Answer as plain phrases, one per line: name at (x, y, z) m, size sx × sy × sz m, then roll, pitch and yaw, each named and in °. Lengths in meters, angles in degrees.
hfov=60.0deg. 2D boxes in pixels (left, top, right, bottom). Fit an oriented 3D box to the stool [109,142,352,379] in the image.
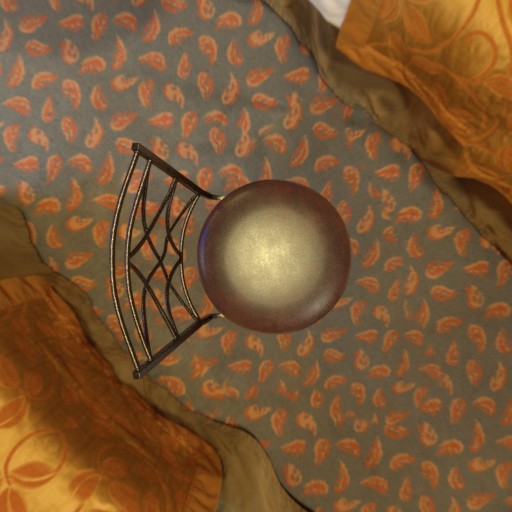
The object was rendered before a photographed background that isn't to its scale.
stool at (0.000, 0.000, 1.365) m, size 0.534 × 1.117 × 0.434 m, roll 0°, pitch 91°, yaw 0°
